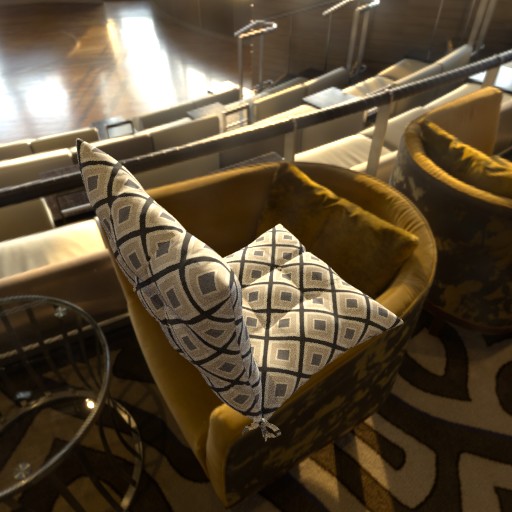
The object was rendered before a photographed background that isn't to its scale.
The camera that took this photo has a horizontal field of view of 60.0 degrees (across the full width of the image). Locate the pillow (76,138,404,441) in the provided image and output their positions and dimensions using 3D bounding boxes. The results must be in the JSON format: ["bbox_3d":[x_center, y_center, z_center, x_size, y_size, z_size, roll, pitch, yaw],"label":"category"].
[{"bbox_3d":[0.000,0.000,1.008,0.585,0.536,0.541,-28,50,-27],"label":"pillow"}]
